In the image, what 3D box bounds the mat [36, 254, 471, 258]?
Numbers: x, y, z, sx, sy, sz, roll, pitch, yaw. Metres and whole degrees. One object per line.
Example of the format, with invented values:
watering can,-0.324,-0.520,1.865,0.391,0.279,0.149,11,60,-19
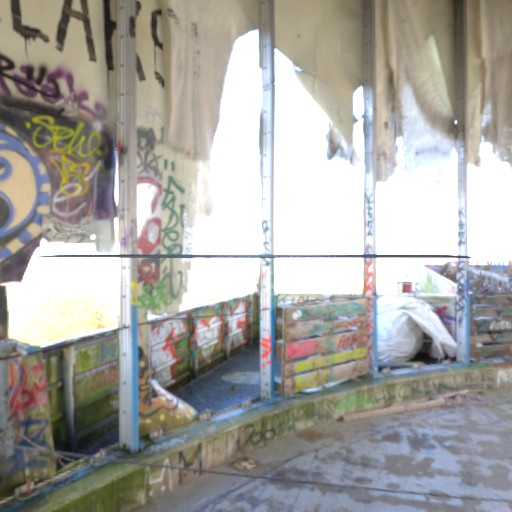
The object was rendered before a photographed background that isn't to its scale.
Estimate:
mat,0.000,0.000,1.826,1.524,0.013,0.918,0,0,18
